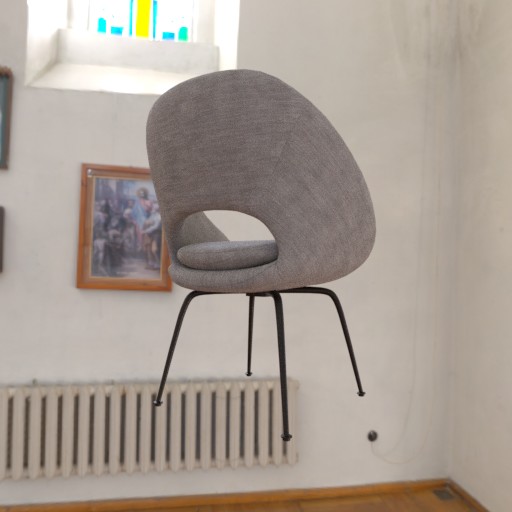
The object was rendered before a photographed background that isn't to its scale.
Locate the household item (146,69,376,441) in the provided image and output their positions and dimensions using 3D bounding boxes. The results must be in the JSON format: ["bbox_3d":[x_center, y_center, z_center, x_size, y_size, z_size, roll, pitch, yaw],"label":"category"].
[{"bbox_3d":[0.000,0.000,1.303,0.643,0.869,0.587,-1,-2,36],"label":"household item"}]
